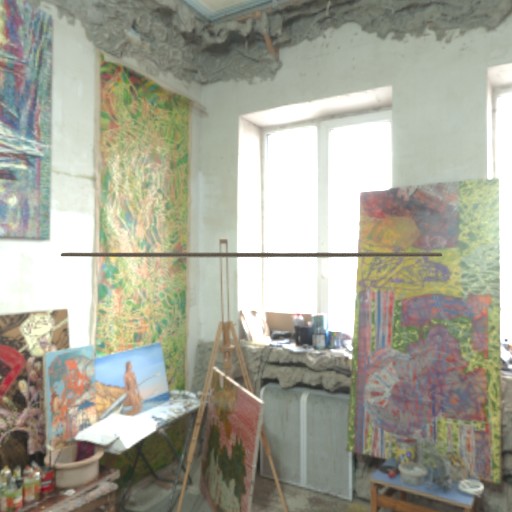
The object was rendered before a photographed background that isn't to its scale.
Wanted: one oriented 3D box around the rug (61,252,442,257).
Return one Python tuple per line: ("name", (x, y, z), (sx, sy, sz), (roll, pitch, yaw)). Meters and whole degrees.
("rug", (0.000, 0.000, 2.066), (1.066, 0.011, 1.677), (0, 0, 1))
